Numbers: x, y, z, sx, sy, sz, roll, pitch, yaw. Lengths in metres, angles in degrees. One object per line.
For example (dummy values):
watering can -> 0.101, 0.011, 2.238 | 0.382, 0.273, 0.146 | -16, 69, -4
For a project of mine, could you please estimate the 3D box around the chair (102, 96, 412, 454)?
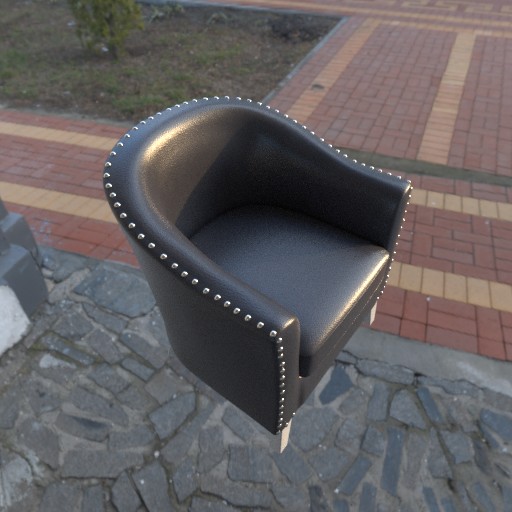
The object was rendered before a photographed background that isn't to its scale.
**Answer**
chair -> 0.000, 0.000, 1.476 | 0.748, 0.823, 0.794 | 26, 47, 27
